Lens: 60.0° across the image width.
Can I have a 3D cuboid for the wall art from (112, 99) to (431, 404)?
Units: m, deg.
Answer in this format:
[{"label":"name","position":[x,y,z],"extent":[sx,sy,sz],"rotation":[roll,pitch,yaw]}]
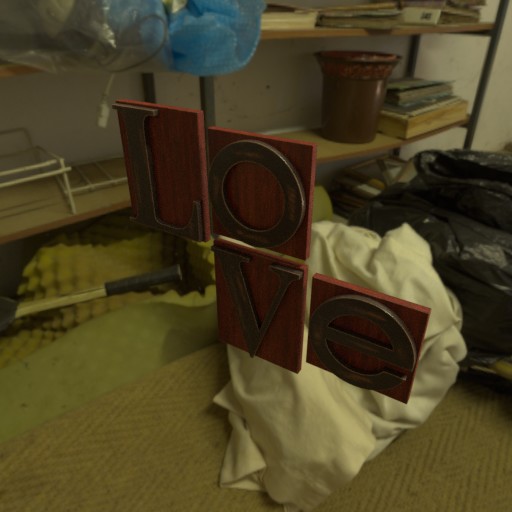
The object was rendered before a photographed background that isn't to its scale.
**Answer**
[{"label":"wall art","position":[0.000,0.000,0.831],"extent":[0.635,0.497,0.030],"rotation":[17,34,27]}]
